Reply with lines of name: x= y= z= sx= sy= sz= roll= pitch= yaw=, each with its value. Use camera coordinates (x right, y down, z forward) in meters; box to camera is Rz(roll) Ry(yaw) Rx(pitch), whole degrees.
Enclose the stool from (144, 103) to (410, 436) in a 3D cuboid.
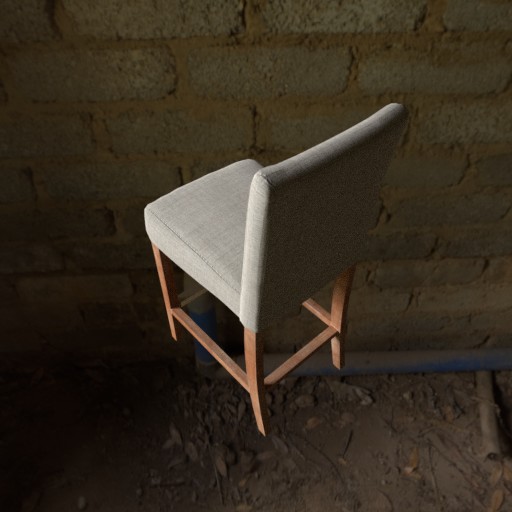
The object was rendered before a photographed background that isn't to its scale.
stool: x=0.000 y=0.000 z=1.366 sx=0.454 sy=1.039 sz=0.567 roll=-32 pitch=53 yaw=-28
